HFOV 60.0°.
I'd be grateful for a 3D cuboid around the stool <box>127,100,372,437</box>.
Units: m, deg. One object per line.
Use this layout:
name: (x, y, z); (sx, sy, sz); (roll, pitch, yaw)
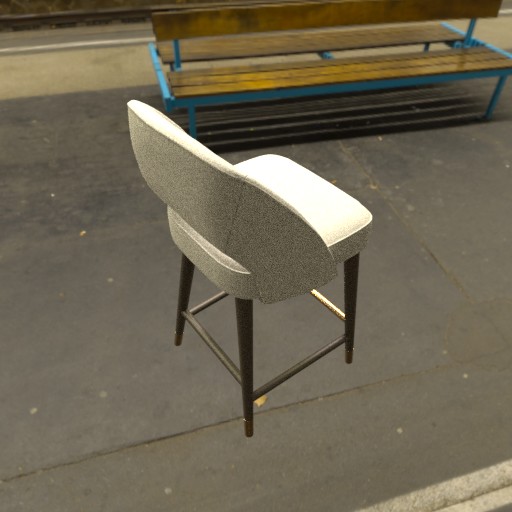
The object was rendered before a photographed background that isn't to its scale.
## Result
stool: (0.000, 0.000, 1.245); (0.509, 0.940, 0.494); (-27, 48, -27)
